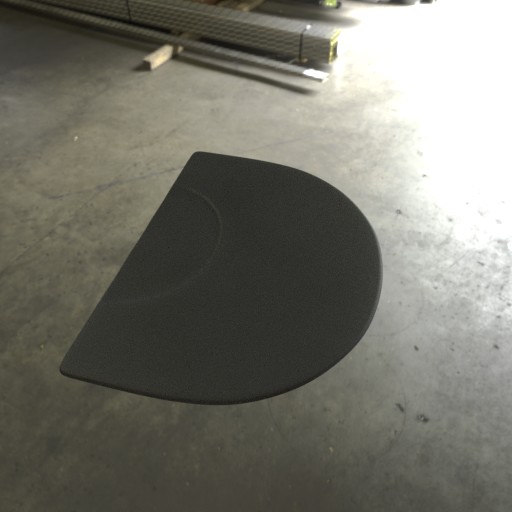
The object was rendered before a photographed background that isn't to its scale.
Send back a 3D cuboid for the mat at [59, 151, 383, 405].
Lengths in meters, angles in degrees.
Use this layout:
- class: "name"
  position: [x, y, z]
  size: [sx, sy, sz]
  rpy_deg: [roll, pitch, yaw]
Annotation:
- class: "mat"
  position: [0.000, 0.000, 1.633]
  size: [0.917, 0.016, 1.220]
  rpy_deg: [10, 47, 10]
